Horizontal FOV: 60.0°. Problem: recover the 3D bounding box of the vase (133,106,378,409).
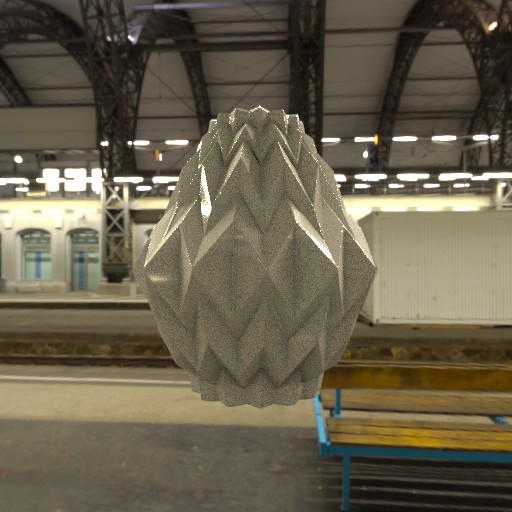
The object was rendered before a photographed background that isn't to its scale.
[{"bbox_3d":[0.000,0.000,0.306,0.164,0.185,0.164,0,-1,0],"label":"vase"}]
